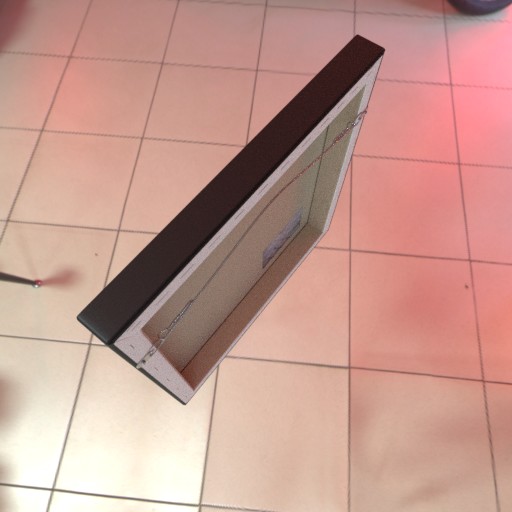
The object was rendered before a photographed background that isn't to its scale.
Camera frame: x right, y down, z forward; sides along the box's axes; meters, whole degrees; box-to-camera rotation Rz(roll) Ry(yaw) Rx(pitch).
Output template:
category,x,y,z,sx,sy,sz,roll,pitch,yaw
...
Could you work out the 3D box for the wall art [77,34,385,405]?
category,x,y,z,sx,sy,sz,roll,pitch,yaw
wall art,0.000,0.000,0.591,0.041,0.407,0.406,36,70,15
